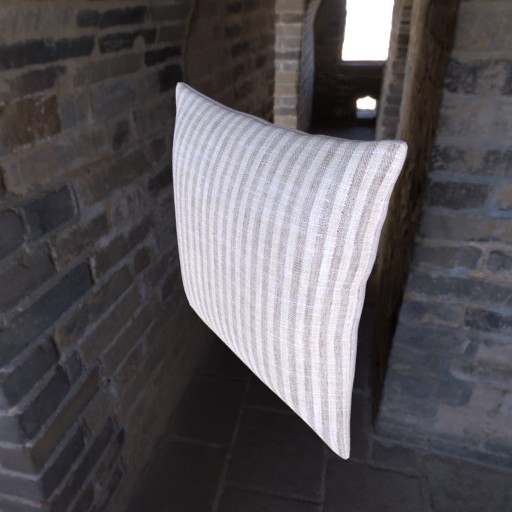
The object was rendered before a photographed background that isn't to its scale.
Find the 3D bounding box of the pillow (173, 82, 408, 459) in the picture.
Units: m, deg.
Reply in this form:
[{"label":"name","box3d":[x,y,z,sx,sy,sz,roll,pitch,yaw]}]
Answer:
[{"label":"pillow","box3d":[0.000,0.000,0.769,0.166,0.510,0.523,-20,35,-31]}]
